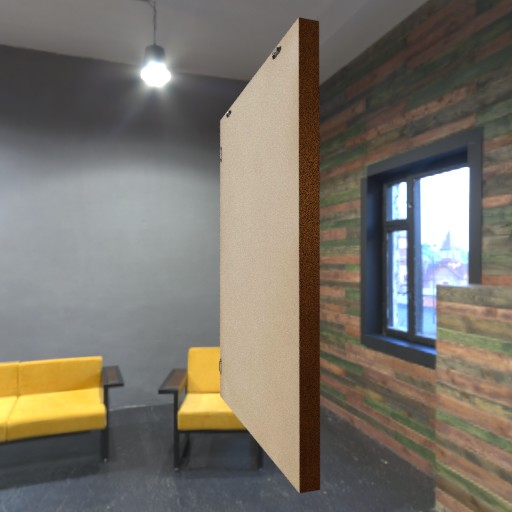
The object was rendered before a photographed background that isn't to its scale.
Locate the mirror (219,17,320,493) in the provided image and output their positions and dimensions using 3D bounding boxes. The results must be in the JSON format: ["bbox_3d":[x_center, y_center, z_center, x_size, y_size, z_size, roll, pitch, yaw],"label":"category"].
[{"bbox_3d":[0.000,0.000,0.906,0.039,0.711,0.508,0,-1,-18],"label":"mirror"}]
